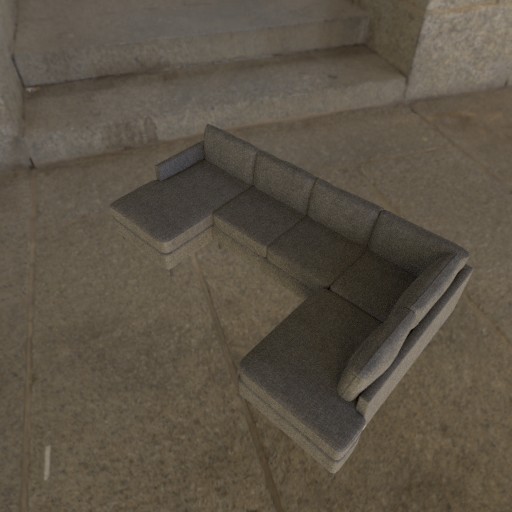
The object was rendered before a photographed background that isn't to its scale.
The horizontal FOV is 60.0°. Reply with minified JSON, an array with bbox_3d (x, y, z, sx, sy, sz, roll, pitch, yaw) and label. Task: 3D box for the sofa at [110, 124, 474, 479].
[{"bbox_3d":[0.000,0.000,4.321,3.423,0.999,2.048,33,54,28],"label":"sofa"}]
